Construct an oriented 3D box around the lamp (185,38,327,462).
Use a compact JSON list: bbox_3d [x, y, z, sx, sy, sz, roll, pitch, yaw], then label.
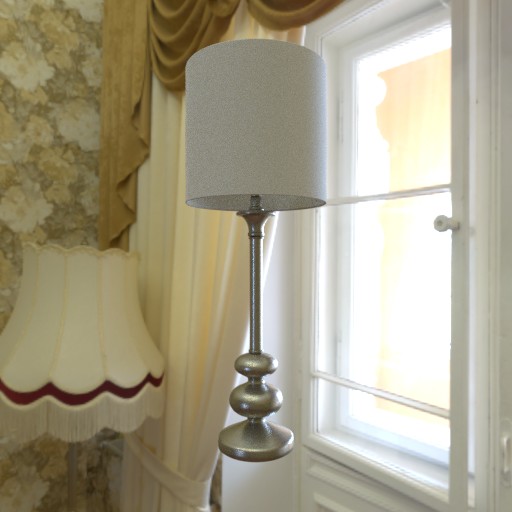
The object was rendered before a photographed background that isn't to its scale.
[{"bbox_3d":[0.000,0.000,0.804,0.254,0.690,0.254,0,0,1],"label":"lamp"}]
